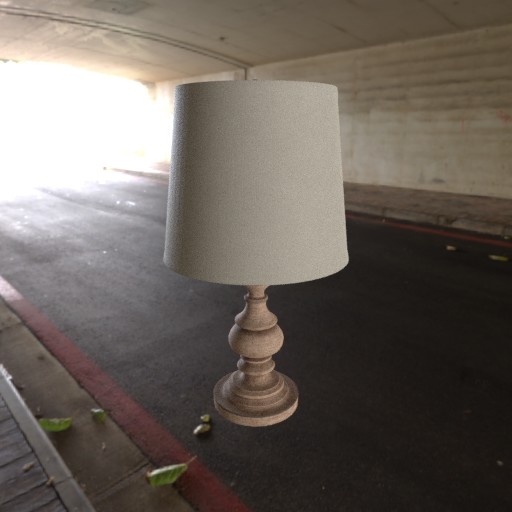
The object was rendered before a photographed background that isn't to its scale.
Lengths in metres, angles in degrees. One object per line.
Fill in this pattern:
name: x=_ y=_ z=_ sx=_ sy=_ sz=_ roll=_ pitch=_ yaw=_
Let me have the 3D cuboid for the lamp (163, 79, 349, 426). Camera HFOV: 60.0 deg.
lamp: x=0.000 y=0.000 z=0.667 sx=0.273 sy=0.497 sz=0.273 roll=0 pitch=16 yaw=0
